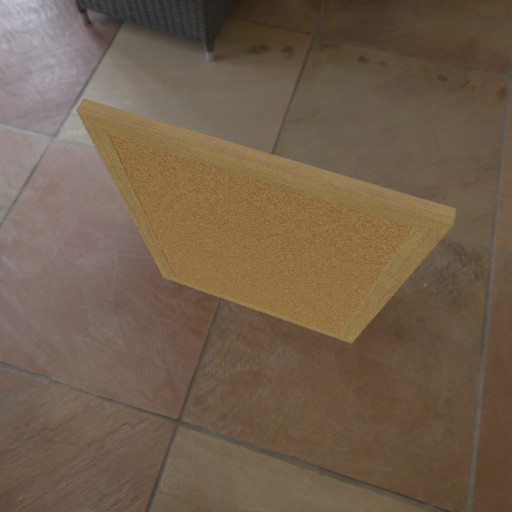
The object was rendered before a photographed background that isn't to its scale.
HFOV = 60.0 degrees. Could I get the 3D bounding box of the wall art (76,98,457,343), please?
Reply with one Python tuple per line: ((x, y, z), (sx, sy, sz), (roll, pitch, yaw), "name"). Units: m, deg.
((0.000, 0.000, 0.767), (0.460, 0.561, 0.020), (18, 67, 8), "wall art")
